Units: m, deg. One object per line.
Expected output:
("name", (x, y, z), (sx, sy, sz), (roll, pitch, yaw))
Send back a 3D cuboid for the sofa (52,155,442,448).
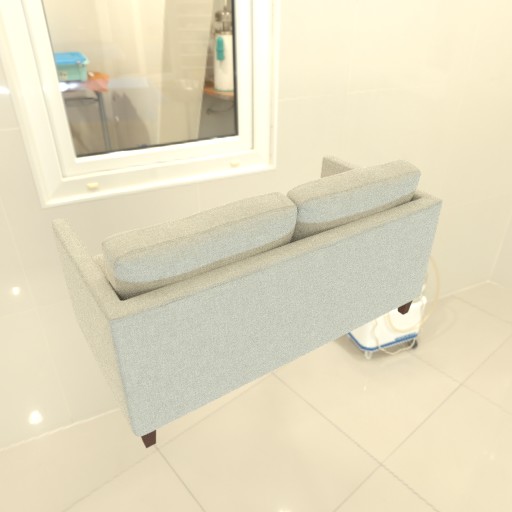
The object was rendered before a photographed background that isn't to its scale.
("sofa", (0.000, 0.000, 2.423), (1.838, 0.963, 0.950), (-19, 36, -28))
